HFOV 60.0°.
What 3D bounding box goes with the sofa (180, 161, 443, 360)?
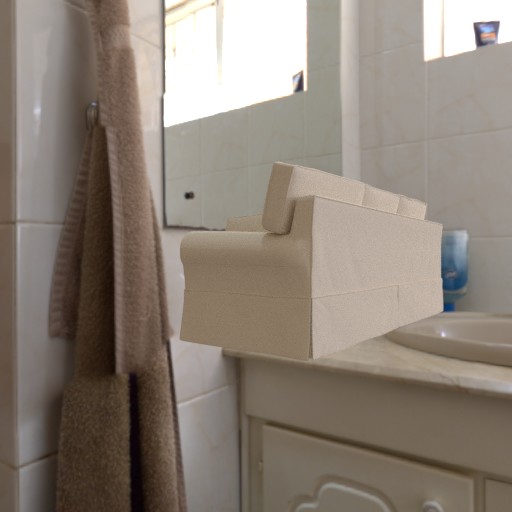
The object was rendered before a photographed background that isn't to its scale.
[{"bbox_3d":[0.000,0.000,3.993,2.591,1.070,2.597,0,0,37],"label":"sofa"}]
